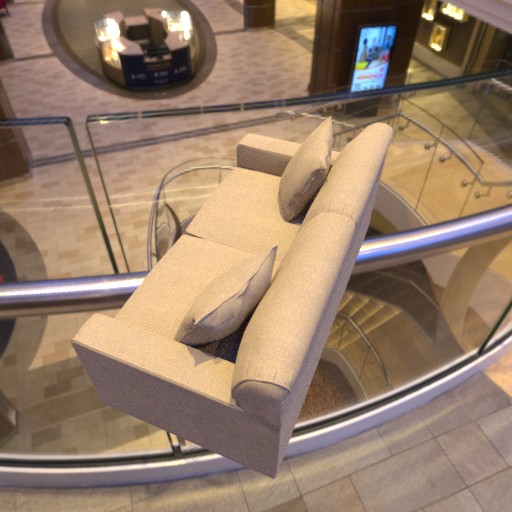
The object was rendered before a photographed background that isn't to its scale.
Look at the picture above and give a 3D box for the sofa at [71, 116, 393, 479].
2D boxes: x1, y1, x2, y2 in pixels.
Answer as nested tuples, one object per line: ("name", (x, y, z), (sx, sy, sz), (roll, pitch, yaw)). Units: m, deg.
("sofa", (0.000, 0.000, 2.424), (0.998, 0.958, 1.846), (17, 47, 16))
